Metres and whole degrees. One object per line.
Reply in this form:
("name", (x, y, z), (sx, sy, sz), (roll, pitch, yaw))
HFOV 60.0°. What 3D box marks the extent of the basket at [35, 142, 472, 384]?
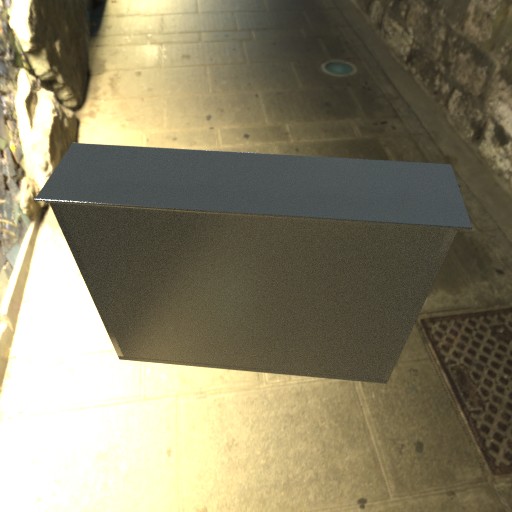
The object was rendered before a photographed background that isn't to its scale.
("basket", (0.000, 0.000, 1.124), (0.780, 0.600, 0.350), (4, 47, 4))
